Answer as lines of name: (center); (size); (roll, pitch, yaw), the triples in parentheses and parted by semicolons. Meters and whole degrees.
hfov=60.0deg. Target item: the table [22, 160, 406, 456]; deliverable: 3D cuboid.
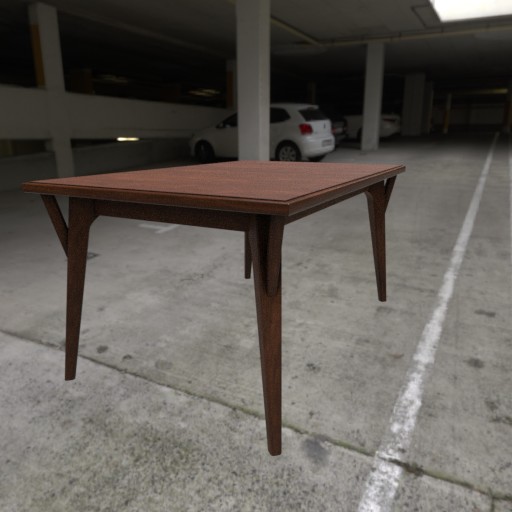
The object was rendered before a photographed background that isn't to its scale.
table: (0.000, 0.000, 2.026); (0.990, 0.761, 1.524); (8, 17, 27)
